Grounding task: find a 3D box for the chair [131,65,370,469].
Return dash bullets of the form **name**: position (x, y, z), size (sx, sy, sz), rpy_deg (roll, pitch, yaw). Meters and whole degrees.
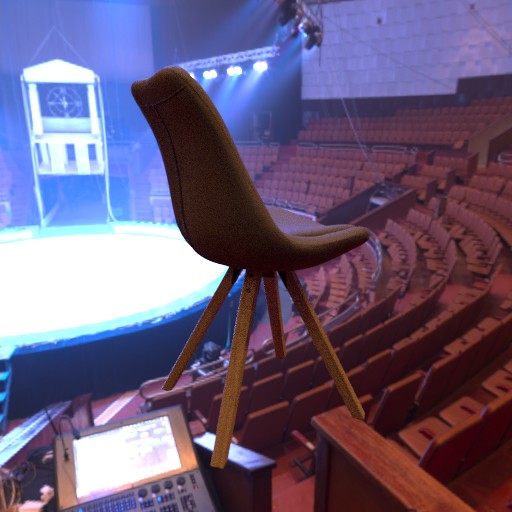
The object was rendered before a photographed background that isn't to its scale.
- **chair**: position (0.000, 0.000, 1.171), size (0.547, 0.865, 0.483), rpy_deg (-8, 16, -28)
